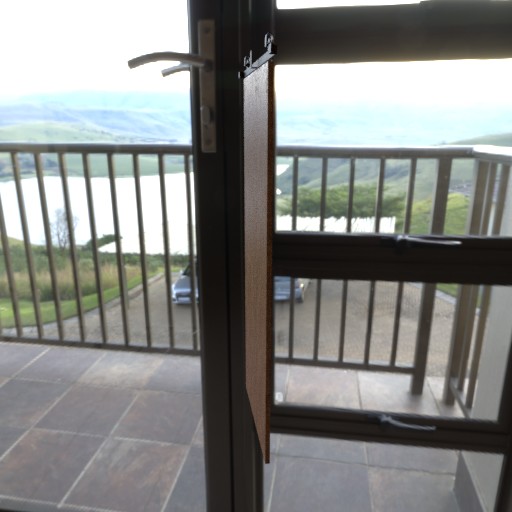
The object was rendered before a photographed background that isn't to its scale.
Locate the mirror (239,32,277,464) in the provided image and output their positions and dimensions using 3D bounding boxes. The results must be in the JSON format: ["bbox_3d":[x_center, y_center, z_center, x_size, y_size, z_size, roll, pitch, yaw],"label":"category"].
[{"bbox_3d":[0.000,0.000,2.069,0.042,1.793,0.847,-3,17,-9],"label":"mirror"}]
